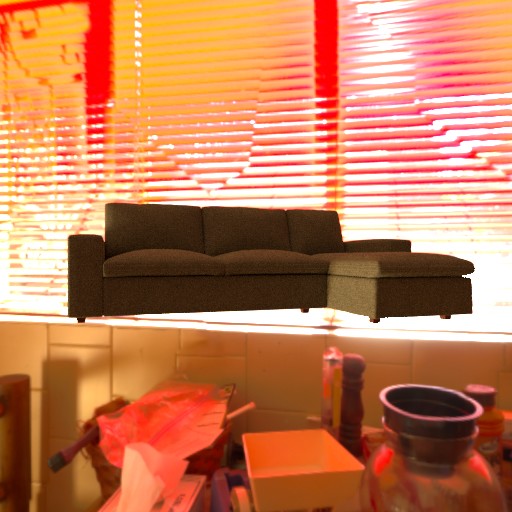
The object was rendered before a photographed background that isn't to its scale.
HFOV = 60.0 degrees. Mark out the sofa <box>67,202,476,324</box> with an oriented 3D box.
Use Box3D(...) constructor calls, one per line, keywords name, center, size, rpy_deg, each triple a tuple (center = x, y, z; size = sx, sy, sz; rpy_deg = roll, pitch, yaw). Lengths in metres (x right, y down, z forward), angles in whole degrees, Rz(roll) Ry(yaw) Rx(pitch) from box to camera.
Box3D(name="sofa", center=(0.000, 0.000, 3.484), size=(2.718, 0.940, 1.689), rpy_deg=(0, 0, -18))
